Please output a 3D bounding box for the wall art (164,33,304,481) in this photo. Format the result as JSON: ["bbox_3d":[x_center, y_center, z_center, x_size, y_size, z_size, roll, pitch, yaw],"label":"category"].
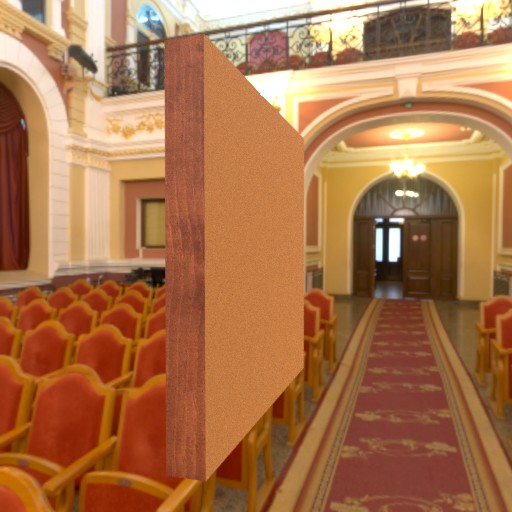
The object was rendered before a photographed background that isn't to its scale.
[{"bbox_3d":[0.000,0.000,0.569,0.038,0.385,0.386,0,1,19],"label":"wall art"}]
